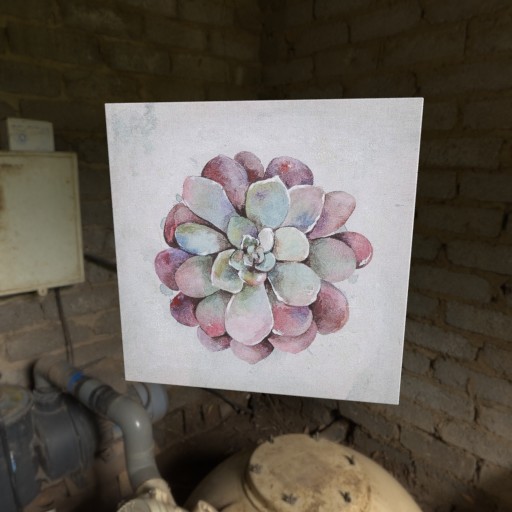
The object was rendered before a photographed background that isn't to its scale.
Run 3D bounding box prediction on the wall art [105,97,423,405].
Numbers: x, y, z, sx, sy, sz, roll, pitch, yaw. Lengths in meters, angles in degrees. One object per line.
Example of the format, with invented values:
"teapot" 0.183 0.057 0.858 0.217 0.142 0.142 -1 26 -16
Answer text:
"wall art" 0.000 0.000 1.152 0.762 0.762 0.041 2 13 9
